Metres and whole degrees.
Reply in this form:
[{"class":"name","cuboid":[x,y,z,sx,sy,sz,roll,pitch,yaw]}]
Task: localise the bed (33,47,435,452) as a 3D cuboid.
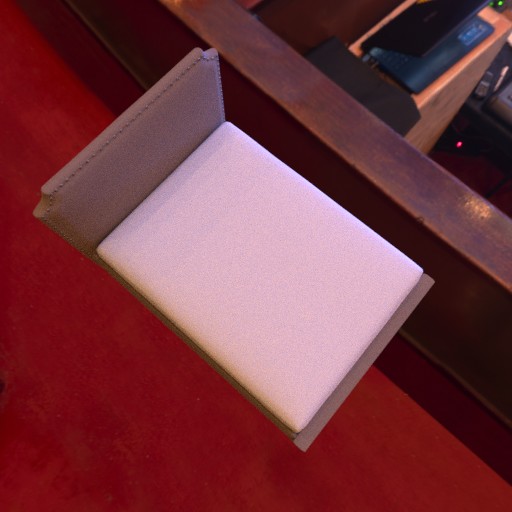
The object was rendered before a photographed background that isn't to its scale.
[{"class":"bed","cuboid":[0.000,0.000,3.357,2.372,1.443,1.713,40,77,11]}]
